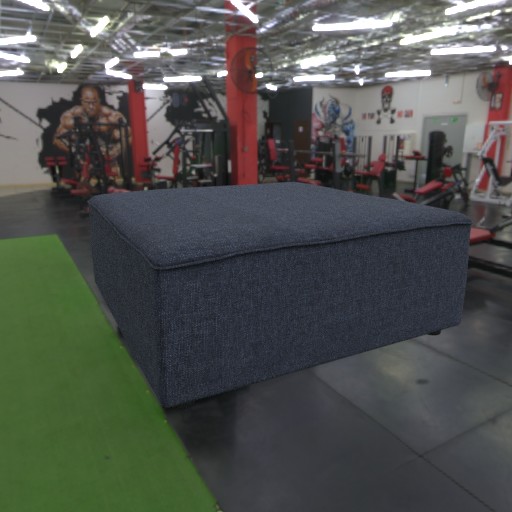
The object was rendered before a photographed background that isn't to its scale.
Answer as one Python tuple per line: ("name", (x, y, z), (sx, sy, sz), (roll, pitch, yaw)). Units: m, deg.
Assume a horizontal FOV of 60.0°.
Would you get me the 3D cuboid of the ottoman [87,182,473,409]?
("ottoman", (0.000, 0.000, 1.599), (1.017, 0.423, 1.023), (-8, 18, -26))
